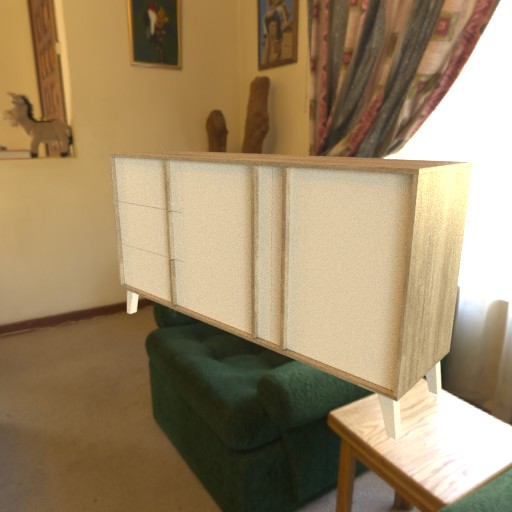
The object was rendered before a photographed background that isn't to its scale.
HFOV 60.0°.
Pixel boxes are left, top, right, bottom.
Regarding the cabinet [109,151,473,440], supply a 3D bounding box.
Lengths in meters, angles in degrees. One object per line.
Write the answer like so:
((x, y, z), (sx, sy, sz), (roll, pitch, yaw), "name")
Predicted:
((0.000, 0.000, 1.988), (1.600, 0.870, 0.450), (13, 20, 41), "cabinet")
